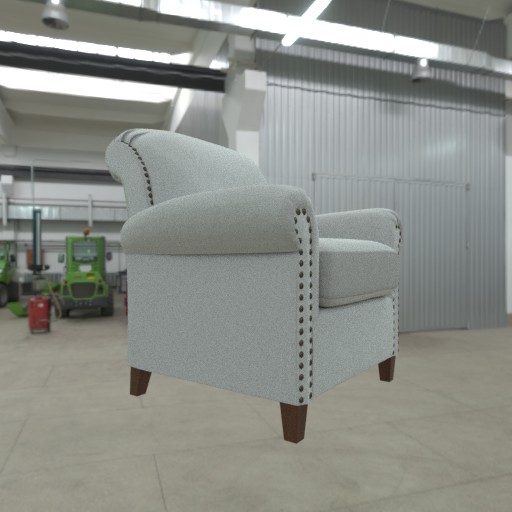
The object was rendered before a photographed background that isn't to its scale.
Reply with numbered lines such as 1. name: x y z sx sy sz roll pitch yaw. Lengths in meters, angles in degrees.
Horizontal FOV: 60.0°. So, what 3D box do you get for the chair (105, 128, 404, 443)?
1. chair: 0.000 0.000 1.597 0.890 0.927 0.854 0 0 36
